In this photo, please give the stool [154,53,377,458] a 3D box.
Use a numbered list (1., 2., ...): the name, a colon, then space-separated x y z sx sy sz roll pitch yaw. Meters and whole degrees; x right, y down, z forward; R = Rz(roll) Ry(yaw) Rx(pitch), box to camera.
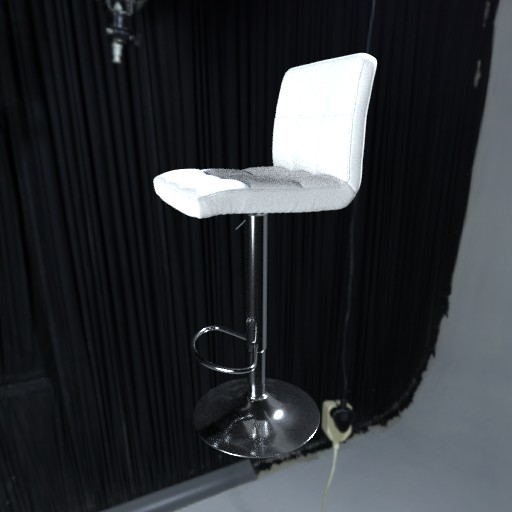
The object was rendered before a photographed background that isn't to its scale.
1. stool: 0.000 0.000 1.341 0.505 1.115 0.430 -8 18 -24
